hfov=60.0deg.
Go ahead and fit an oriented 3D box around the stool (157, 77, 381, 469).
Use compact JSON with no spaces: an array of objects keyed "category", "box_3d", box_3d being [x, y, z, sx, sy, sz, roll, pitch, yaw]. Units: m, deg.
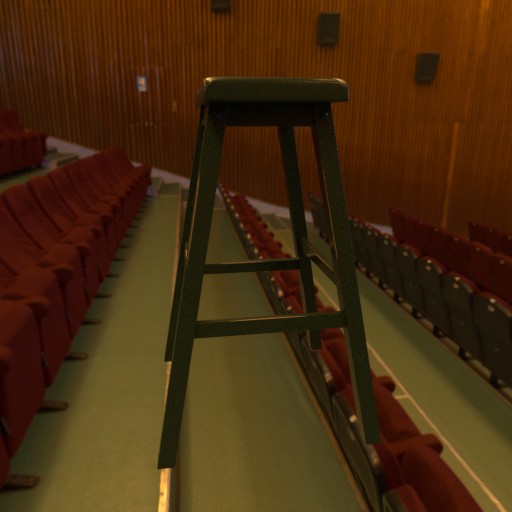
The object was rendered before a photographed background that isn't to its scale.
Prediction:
[{"category":"stool","box_3d":[0.000,0.000,1.035,0.476,0.737,0.457,-3,17,-9]}]
